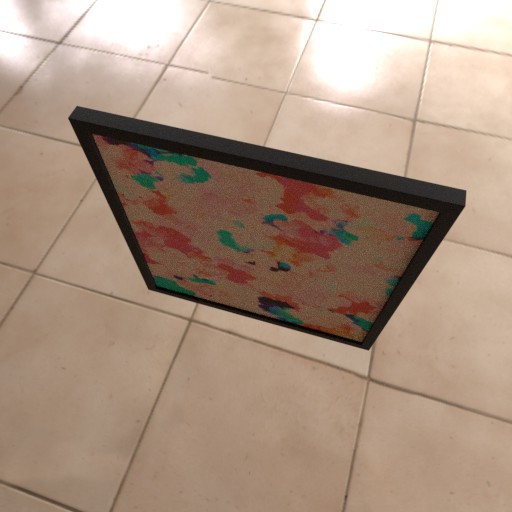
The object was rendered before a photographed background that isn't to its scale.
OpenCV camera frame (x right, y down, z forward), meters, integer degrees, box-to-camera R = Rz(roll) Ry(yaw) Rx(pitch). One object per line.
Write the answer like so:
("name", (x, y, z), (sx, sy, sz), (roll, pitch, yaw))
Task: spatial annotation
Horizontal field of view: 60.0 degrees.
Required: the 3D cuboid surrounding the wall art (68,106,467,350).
("wall art", (0.000, 0.000, 0.462), (0.306, 0.304, 0.015), (14, 60, 8))
